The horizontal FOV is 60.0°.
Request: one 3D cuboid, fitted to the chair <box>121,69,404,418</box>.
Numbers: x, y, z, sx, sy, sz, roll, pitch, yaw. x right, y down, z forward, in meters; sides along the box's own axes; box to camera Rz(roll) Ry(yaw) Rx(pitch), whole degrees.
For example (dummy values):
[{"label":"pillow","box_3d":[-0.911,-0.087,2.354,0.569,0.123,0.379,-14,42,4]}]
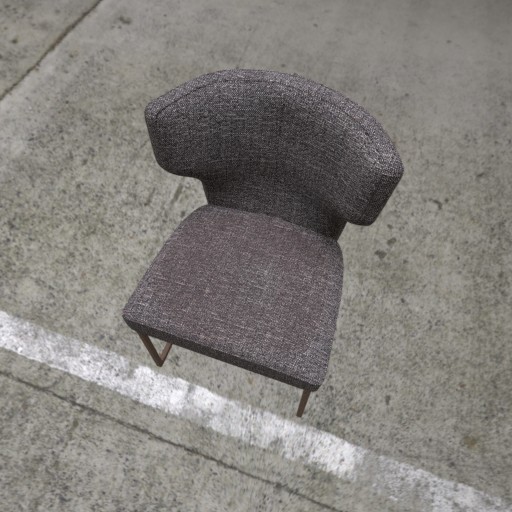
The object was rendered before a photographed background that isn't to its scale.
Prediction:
[{"label":"chair","box_3d":[0.000,0.000,1.278,0.611,0.824,0.617,17,60,10]}]
